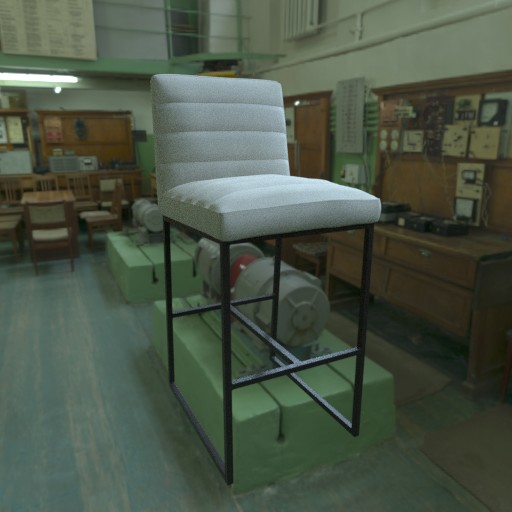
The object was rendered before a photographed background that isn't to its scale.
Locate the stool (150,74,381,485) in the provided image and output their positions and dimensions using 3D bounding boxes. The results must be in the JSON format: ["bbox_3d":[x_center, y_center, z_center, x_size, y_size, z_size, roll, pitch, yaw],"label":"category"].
[{"bbox_3d":[0.000,0.000,1.340,0.464,1.061,0.573,-8,17,-26],"label":"stool"}]
